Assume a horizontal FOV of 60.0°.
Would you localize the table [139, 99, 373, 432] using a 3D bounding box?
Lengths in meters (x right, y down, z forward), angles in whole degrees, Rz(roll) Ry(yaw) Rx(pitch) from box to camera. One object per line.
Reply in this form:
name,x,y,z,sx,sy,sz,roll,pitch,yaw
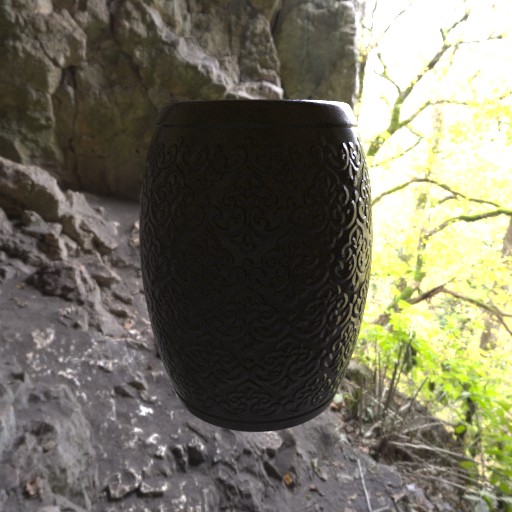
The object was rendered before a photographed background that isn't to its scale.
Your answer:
table,0.000,0.000,0.611,0.309,0.397,0.309,0,16,0
